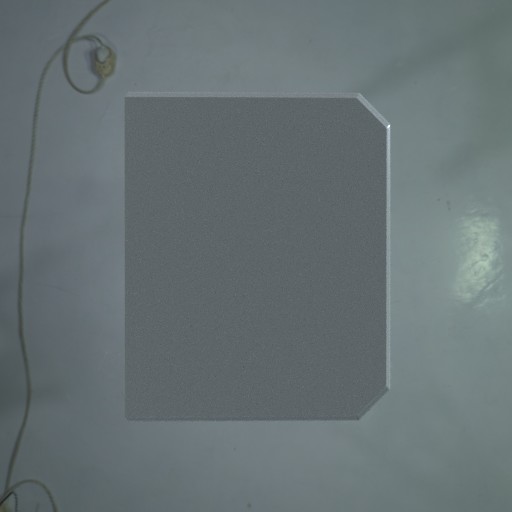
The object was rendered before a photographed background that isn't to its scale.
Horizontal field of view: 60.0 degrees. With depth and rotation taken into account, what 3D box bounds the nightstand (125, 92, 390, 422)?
[{"bbox_3d":[0.000,0.000,0.911,0.348,0.680,0.435,0,90,-1],"label":"nightstand"}]
